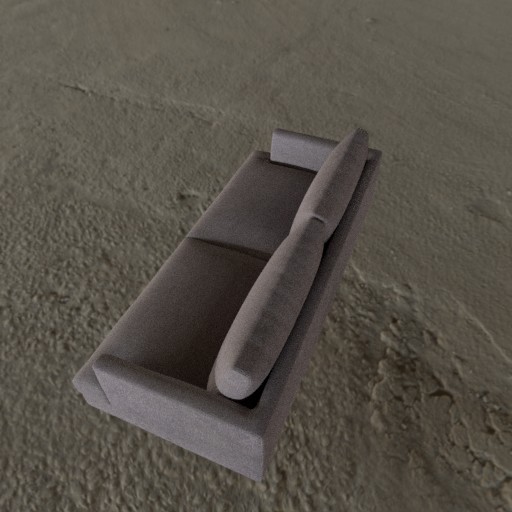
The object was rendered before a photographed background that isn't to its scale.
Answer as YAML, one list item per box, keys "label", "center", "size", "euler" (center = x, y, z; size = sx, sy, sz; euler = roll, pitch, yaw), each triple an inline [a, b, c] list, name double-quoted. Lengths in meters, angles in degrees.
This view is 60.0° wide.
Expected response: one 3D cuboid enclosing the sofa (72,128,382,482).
- label: "sofa"
  center: [0.000, 0.000, 2.729]
  size: [1.020, 0.868, 2.250]
  euler: [17, 48, 16]
